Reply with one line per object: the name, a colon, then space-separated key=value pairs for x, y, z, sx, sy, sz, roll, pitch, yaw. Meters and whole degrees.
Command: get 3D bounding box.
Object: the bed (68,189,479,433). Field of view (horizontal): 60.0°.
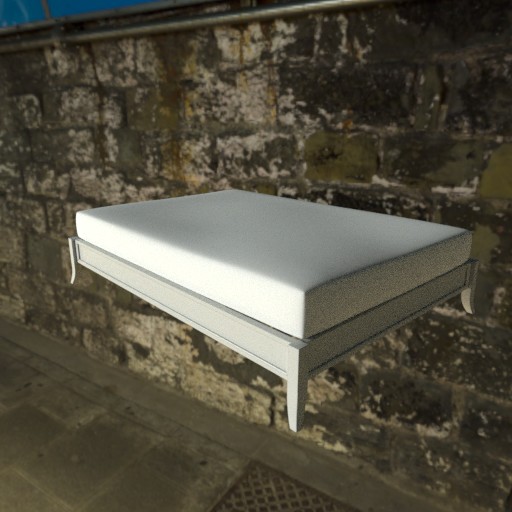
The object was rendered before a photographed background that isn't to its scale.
bed: x=0.000 y=0.000 z=2.595 sx=1.460 sy=0.510 sz=1.985 roll=-15 pitch=22 yaw=-40
